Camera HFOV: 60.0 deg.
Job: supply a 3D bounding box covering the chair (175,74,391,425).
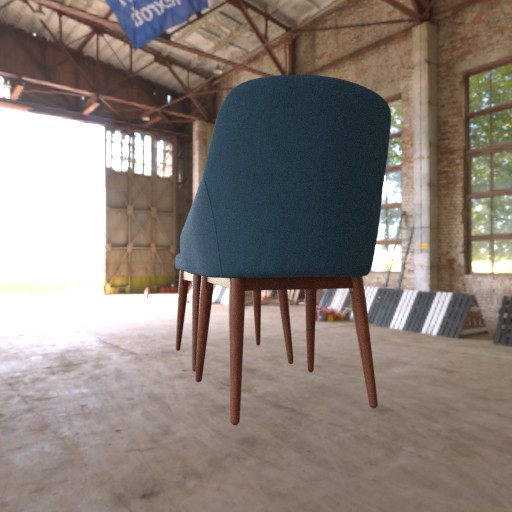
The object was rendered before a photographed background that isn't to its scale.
[{"bbox_3d":[0.000,0.000,1.601,0.584,0.866,1.114,0,-1,-19],"label":"chair"}]
